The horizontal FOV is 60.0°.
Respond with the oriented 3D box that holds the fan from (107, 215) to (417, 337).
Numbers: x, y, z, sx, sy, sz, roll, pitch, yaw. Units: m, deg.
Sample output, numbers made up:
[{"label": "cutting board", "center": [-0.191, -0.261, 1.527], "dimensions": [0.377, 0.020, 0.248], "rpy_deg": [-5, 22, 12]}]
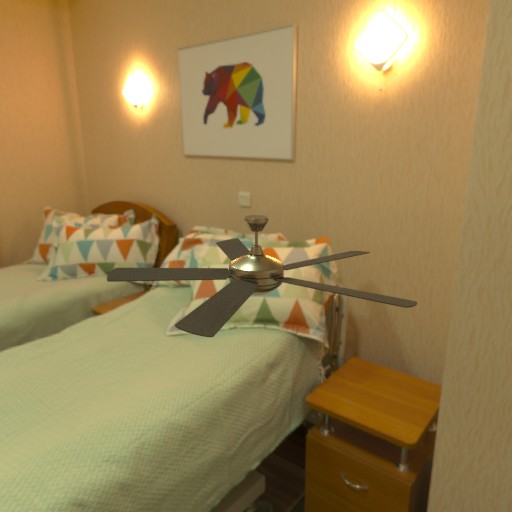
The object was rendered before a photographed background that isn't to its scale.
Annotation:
[{"label": "fan", "center": [0.000, 0.000, 1.998], "dimensions": [1.321, 0.356, 1.321], "rpy_deg": [2, 15, 9]}]
